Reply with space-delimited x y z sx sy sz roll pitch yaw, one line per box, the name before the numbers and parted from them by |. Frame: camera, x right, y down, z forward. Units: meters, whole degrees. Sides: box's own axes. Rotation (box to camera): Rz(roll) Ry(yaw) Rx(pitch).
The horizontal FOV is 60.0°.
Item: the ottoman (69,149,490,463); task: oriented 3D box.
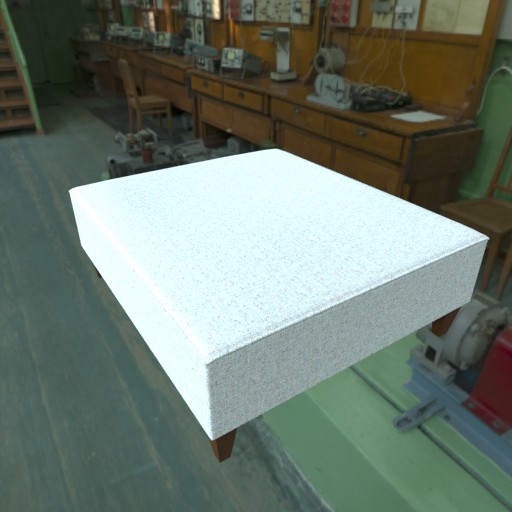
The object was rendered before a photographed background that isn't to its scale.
ottoman | 0.000 0.000 1.204 0.736 0.303 0.835 -18 35 -28
